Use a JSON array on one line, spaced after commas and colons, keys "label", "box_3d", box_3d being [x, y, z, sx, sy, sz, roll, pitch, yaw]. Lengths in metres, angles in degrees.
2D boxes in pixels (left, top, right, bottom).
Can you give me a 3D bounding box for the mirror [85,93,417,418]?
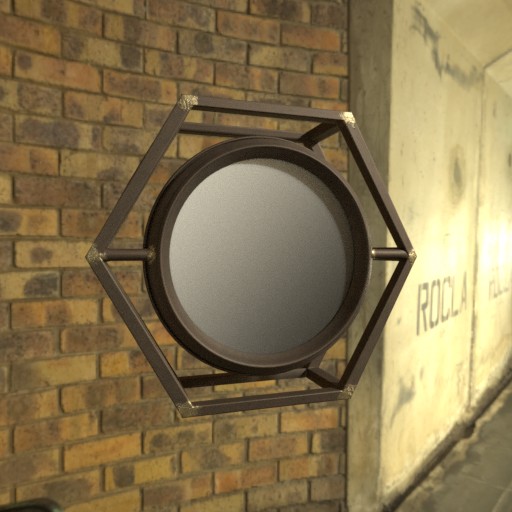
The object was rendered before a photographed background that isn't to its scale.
[{"label": "mirror", "box_3d": [0.000, 0.000, 0.536, 0.380, 0.334, 0.119, 0, 1, -18]}]
